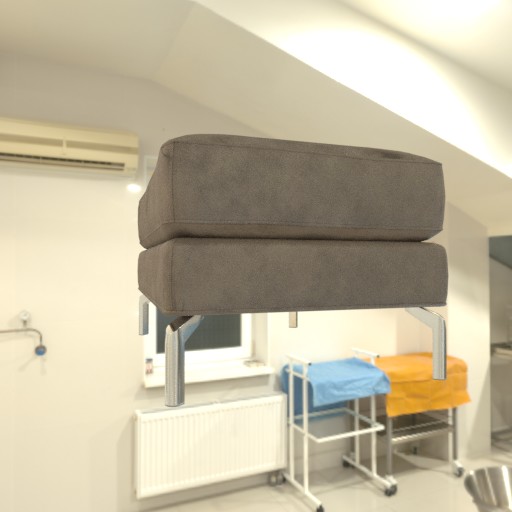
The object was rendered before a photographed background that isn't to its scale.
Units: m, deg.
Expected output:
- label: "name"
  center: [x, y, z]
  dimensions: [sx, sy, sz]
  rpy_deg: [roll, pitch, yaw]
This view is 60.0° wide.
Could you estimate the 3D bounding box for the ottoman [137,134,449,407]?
- label: "ottoman"
  center: [0.000, 0.000, 1.063]
  dimensions: [0.520, 0.456, 0.719]
  rpy_deg: [0, -1, -18]
